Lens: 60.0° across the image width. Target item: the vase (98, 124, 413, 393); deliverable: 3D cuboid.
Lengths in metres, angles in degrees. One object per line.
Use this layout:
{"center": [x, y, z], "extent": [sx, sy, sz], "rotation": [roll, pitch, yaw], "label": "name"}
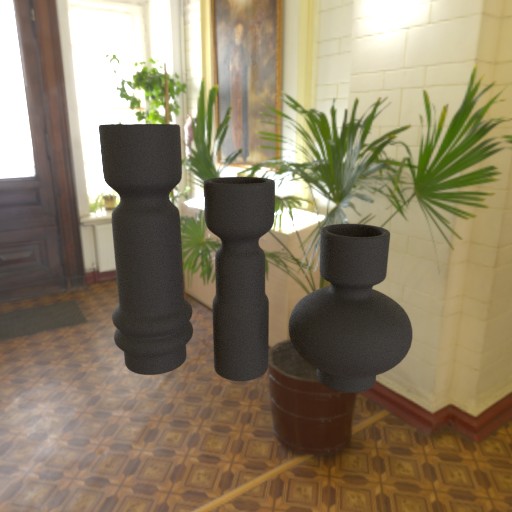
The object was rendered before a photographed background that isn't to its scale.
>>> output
{"center": [0.000, 0.000, 0.436], "extent": [0.307, 0.249, 0.120], "rotation": [3, 16, 9], "label": "vase"}
